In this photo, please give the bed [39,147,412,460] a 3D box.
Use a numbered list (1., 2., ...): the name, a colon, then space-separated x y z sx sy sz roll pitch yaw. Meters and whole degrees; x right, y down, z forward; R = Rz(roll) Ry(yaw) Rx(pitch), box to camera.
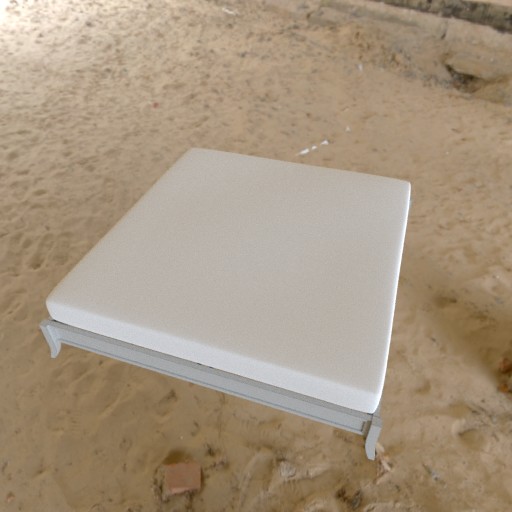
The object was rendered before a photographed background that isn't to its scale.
1. bed: 0.000 0.000 3.124 2.007 0.510 2.108 13 43 14
